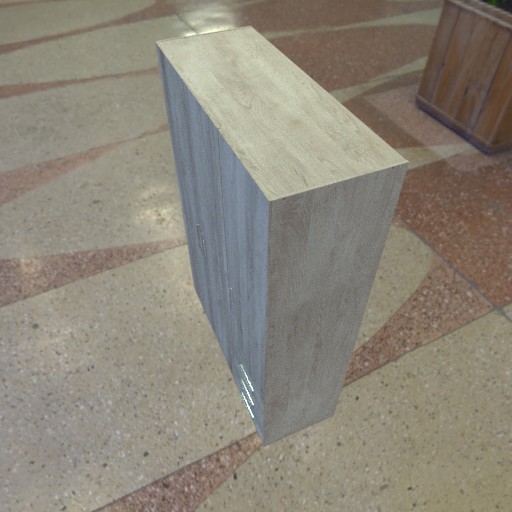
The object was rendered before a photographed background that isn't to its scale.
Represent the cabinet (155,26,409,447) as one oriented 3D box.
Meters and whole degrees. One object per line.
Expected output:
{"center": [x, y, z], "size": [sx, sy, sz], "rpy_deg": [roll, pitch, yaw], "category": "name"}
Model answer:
{"center": [0.000, 0.000, 2.450], "size": [0.510, 1.910, 1.290], "rpy_deg": [-18, 49, -16], "category": "cabinet"}
